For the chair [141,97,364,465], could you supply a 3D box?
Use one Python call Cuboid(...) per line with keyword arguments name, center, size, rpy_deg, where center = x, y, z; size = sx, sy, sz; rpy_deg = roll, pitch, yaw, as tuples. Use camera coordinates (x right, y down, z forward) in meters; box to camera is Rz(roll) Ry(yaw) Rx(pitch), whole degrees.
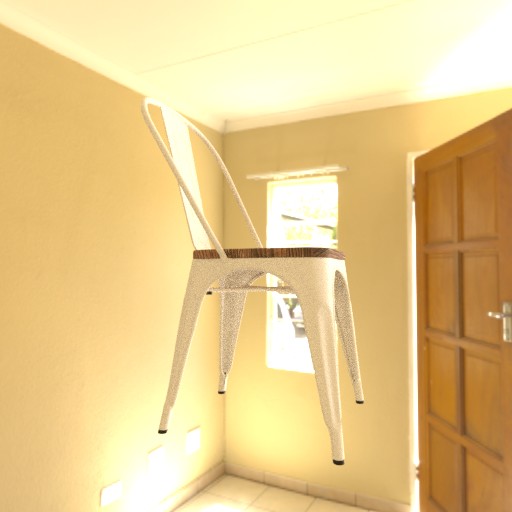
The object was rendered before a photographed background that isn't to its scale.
Cuboid(name="chair", center=(0.000, 0.000, 1.187), size=(0.521, 0.851, 0.452), rpy_deg=(-1, -2, 19))
